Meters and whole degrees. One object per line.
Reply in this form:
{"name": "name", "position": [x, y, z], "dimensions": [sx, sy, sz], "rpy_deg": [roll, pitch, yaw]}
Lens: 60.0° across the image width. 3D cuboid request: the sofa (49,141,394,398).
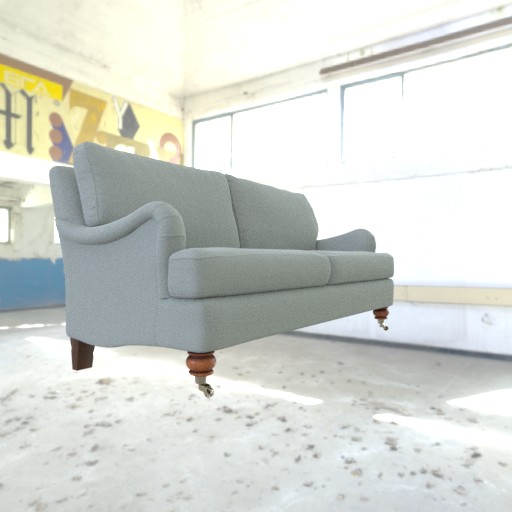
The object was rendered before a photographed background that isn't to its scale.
{"name": "sofa", "position": [0.000, 0.000, 2.768], "dimensions": [1.069, 1.096, 2.193], "rpy_deg": [0, 0, 36]}
